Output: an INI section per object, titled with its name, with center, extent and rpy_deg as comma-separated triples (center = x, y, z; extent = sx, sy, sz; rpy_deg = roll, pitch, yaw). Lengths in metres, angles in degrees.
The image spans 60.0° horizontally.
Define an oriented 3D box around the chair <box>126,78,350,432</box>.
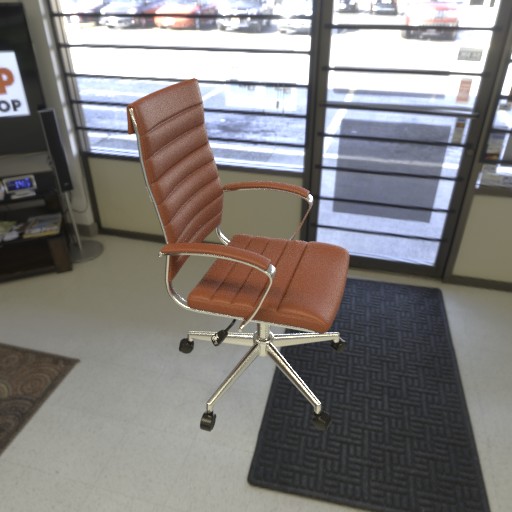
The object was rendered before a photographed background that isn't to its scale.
[chair]
center = 0.000, 0.000, 1.654
extent = 0.739, 1.149, 0.766
rpy_deg = 10, 33, 15
